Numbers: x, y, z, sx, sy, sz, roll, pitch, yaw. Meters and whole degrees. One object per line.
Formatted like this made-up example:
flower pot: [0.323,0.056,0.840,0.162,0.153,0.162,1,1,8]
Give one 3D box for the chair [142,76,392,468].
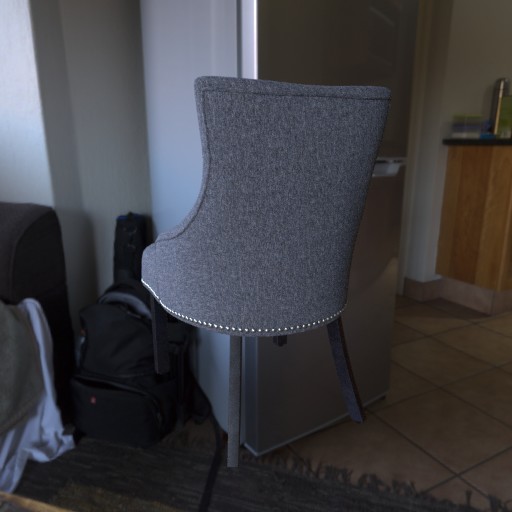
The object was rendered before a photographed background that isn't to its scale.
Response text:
chair: [0.000,0.000,1.301,0.566,0.909,0.629,-7,17,-26]
